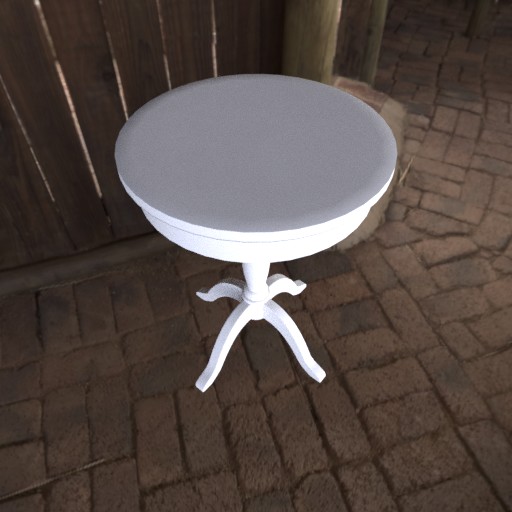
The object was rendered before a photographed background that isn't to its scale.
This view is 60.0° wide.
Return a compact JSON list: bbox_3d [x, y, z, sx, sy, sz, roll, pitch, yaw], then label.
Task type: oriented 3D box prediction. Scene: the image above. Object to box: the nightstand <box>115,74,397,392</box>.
[{"bbox_3d":[0.000,0.000,1.061,0.513,0.653,0.513,-32,55,-27],"label":"nightstand"}]
